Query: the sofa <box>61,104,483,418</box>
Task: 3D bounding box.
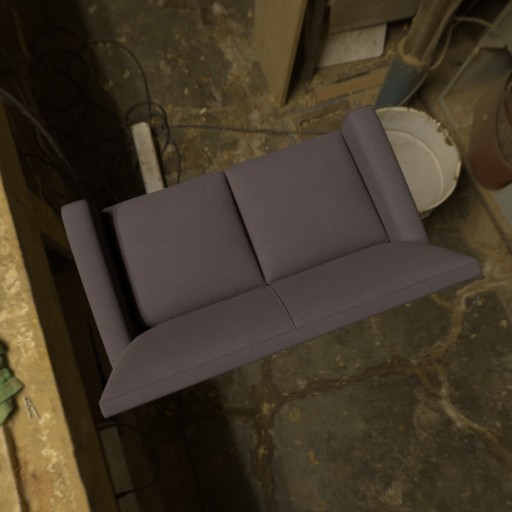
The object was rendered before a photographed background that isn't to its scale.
[{"bbox_3d":[0.000,0.000,1.957,1.420,0.846,0.871,-20,76,-5],"label":"sofa"}]
